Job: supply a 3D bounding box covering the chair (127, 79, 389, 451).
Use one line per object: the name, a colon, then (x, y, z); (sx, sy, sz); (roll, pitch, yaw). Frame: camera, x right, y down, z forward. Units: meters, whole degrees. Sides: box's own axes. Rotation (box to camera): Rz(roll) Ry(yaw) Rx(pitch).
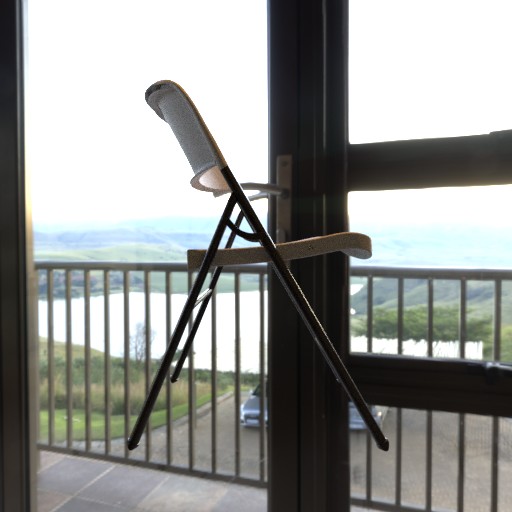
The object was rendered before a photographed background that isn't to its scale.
chair: (0.000, 0.000, 1.166); (0.566, 0.810, 0.494); (0, 1, 0)
